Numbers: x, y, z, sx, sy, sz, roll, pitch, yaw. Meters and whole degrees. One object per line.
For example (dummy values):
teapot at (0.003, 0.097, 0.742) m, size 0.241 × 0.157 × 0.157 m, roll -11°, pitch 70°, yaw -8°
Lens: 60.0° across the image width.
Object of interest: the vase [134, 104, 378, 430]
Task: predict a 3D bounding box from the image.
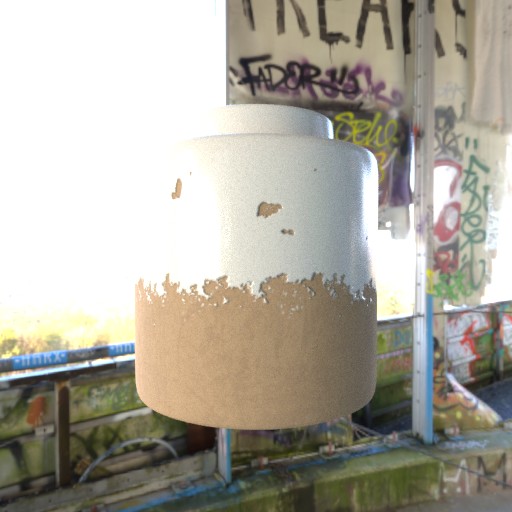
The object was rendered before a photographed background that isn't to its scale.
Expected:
vase at (0.000, 0.000, 0.288) m, size 0.153 × 0.167 × 0.153 m, roll 0°, pitch 2°, yaw 0°
